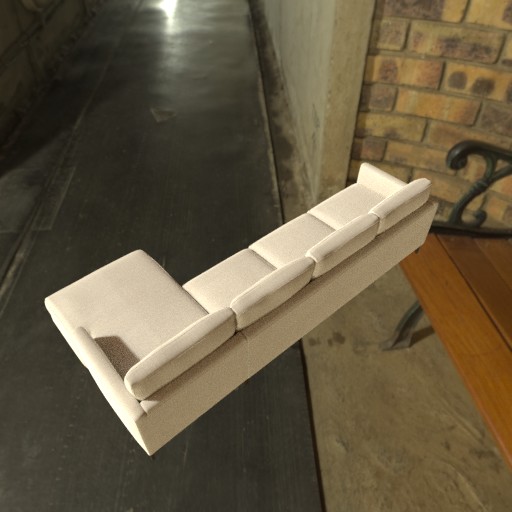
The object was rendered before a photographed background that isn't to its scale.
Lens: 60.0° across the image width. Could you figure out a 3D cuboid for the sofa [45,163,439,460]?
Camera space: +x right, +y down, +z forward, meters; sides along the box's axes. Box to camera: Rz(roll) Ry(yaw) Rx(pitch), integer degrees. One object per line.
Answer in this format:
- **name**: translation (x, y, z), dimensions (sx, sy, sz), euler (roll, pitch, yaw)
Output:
- **sofa**: translation (0.000, 0.000, 2.930), dimensions (2.445, 0.677, 1.126), euler (-32, 53, -27)
